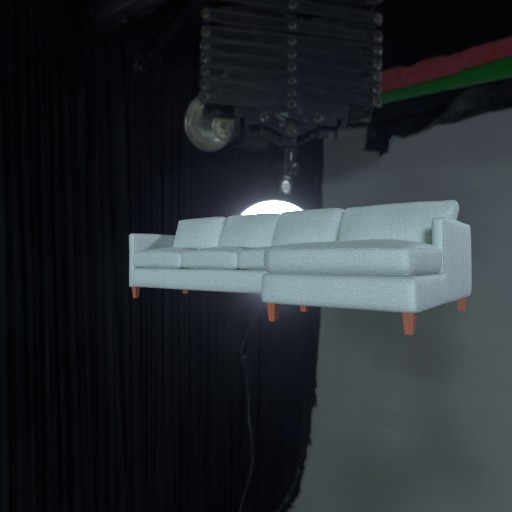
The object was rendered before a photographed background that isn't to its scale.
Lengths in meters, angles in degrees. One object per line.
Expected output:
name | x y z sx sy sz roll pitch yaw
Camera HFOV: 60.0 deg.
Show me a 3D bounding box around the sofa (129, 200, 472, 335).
sofa | 0.000 0.000 4.174 3.471 0.950 1.604 0 -1 36
